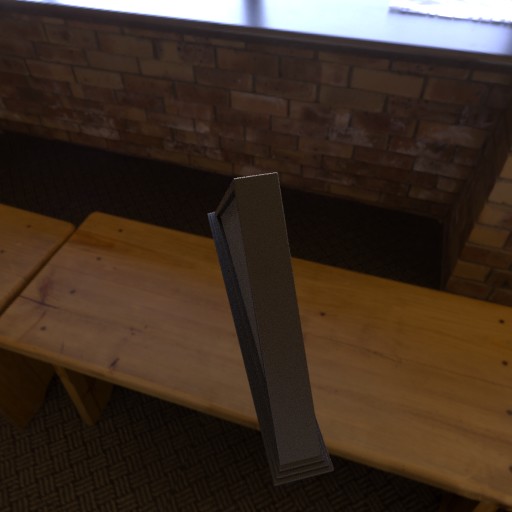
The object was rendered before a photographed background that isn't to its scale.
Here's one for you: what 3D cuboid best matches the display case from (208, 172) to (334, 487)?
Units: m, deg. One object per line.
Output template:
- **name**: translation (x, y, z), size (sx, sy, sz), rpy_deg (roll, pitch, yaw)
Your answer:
- **display case**: translation (0.000, 0.000, 0.772), size (0.095, 0.340, 0.640), rpy_deg (-10, 47, -9)
